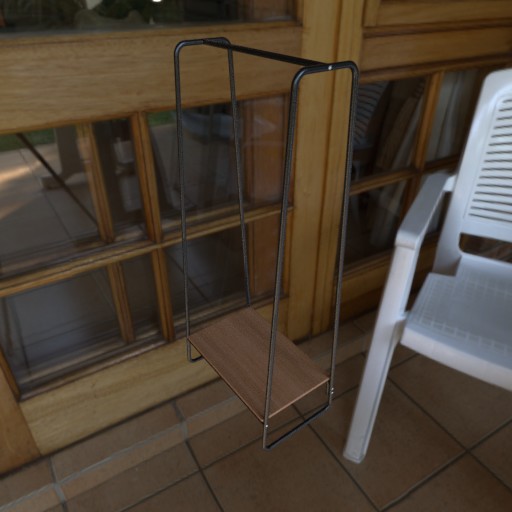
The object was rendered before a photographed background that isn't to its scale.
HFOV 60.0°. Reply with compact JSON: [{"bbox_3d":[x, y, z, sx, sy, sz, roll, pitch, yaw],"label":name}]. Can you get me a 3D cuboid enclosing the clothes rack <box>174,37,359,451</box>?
[{"bbox_3d":[0.000,0.000,1.757,0.400,1.500,0.640,-22,39,-30],"label":"clothes rack"}]
